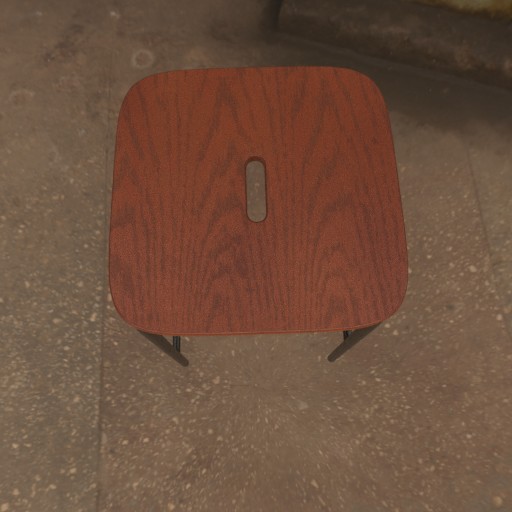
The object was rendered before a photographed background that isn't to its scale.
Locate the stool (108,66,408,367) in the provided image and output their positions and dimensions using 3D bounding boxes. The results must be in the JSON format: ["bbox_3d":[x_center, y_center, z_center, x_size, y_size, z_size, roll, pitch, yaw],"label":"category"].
[{"bbox_3d":[0.000,0.000,0.843,0.376,0.610,0.376,-2,74,-1],"label":"stool"}]
